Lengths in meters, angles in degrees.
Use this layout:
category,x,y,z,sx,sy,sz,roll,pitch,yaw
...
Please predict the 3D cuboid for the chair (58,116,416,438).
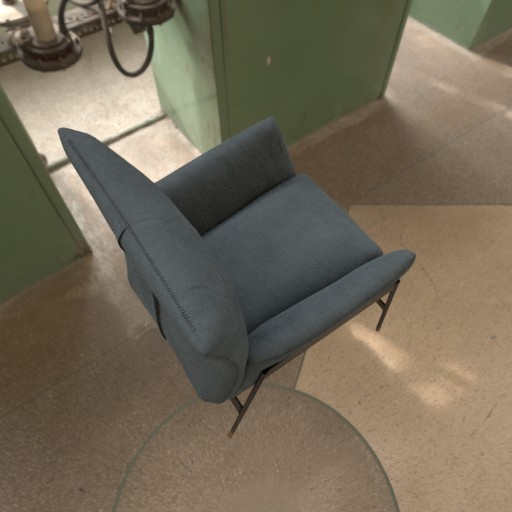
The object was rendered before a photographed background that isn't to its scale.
category,x,y,z,sx,sy,sz,roll,pitch,yaw
chair,0.000,0.000,1.348,0.709,0.858,0.678,-30,63,-17
